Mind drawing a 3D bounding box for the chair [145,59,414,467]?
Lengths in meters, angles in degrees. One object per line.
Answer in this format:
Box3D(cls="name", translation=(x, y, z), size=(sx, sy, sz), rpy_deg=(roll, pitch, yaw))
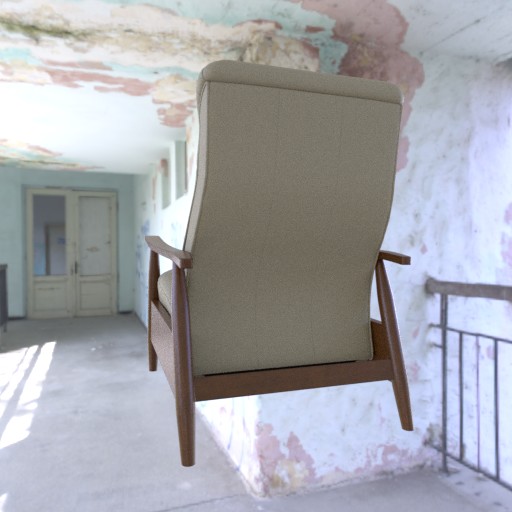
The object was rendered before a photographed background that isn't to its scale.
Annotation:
Box3D(cls="chair", translation=(0.000, 0.000, 1.730), size=(0.762, 1.082, 1.014), rpy_deg=(0, 1, -19))
